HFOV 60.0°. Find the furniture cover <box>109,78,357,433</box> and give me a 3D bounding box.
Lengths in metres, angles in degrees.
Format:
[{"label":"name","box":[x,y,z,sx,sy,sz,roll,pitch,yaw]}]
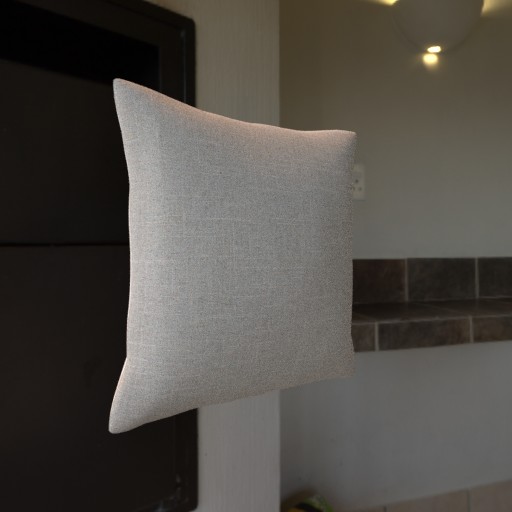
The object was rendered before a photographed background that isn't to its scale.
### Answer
[{"label":"furniture cover","box":[0.000,0.000,0.776,0.512,0.506,0.178,-1,1,-36]}]
